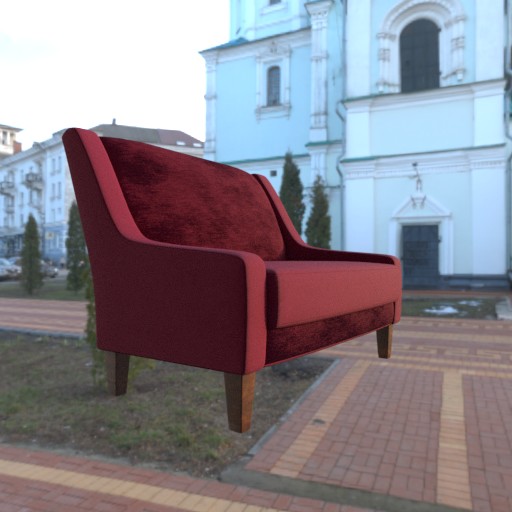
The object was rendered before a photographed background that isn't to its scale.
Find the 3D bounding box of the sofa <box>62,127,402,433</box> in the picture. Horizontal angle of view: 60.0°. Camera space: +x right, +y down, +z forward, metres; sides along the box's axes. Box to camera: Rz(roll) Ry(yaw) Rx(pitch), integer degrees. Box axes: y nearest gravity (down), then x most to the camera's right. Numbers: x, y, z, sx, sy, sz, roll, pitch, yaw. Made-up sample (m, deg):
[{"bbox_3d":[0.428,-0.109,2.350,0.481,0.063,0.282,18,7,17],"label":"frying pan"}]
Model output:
[{"bbox_3d":[0.000,0.000,1.898,0.946,0.976,1.242,0,0,36],"label":"sofa"}]
